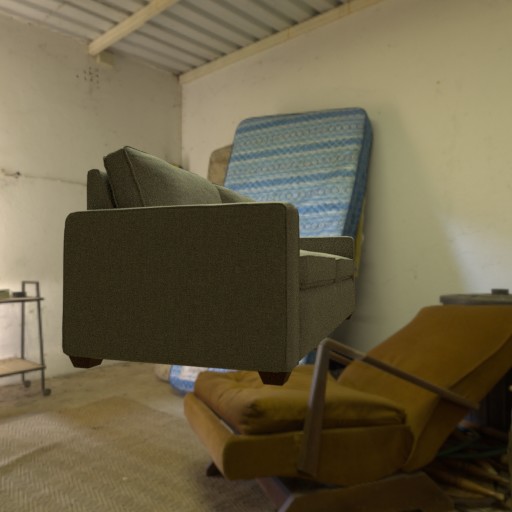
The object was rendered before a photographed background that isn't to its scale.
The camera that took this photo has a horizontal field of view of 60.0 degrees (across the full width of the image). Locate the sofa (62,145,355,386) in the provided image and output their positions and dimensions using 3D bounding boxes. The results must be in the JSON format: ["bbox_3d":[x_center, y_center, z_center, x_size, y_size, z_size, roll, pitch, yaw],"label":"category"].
[{"bbox_3d":[0.000,0.000,2.567,0.945,0.918,2.078,0,-1,18],"label":"sofa"}]
